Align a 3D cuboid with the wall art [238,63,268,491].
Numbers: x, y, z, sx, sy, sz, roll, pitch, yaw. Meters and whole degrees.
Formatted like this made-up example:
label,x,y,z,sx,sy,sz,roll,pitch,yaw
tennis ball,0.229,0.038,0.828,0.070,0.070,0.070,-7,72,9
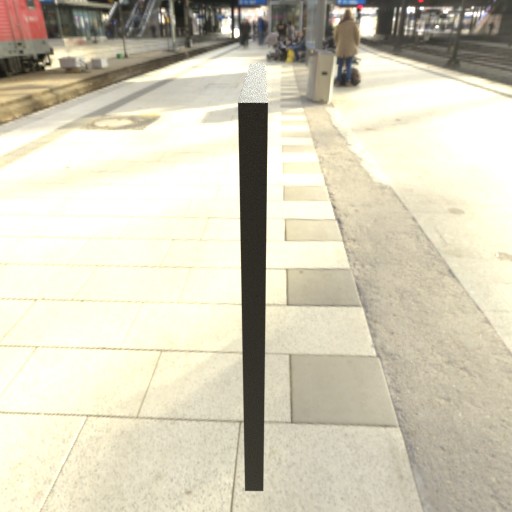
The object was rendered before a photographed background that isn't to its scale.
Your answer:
label,x,y,z,sx,sy,sz,roll,pitch,yaw
wall art,0.000,0.000,0.738,0.028,0.557,0.457,0,28,1
